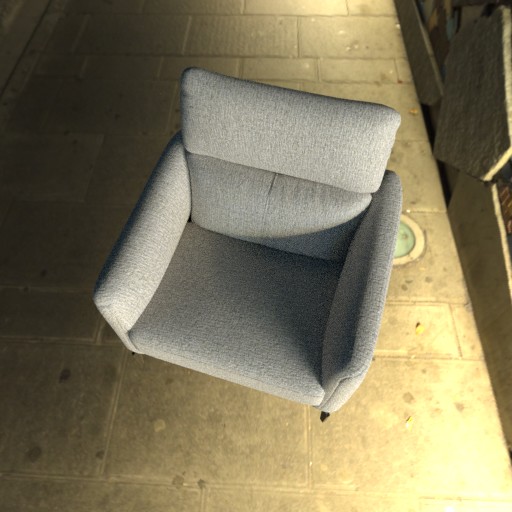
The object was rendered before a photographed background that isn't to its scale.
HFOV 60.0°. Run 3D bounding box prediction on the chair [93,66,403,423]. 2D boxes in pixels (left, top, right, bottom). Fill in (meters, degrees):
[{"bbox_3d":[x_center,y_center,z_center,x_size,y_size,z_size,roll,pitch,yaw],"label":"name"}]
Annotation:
[{"bbox_3d":[0.000,0.000,1.661,0.972,0.967,0.835,15,59,9],"label":"chair"}]
